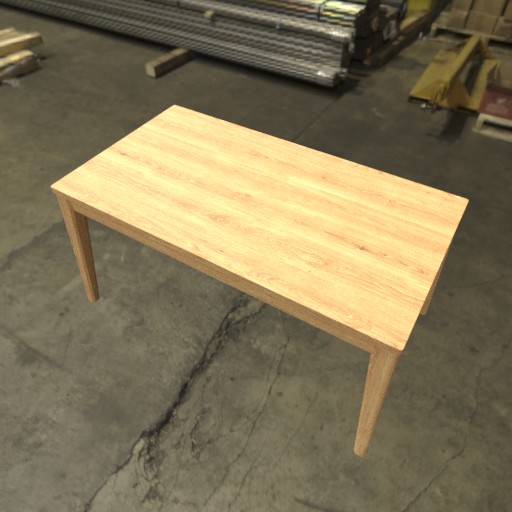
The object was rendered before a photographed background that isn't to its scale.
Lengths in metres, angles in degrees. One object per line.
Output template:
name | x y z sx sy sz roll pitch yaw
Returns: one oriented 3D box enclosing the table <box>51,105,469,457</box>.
table | 0.000 0.000 2.122 1.600 0.760 0.900 24 51 21
